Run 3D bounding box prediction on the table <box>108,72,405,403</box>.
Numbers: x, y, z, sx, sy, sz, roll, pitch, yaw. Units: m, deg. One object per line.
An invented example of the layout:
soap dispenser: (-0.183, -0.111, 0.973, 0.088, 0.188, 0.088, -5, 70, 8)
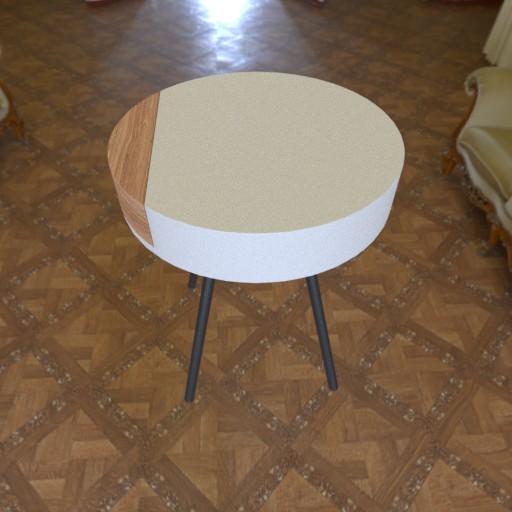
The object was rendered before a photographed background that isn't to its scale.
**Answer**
table: (0.000, 0.000, 0.852, 0.450, 0.525, 0.450, 0, 46, 0)
